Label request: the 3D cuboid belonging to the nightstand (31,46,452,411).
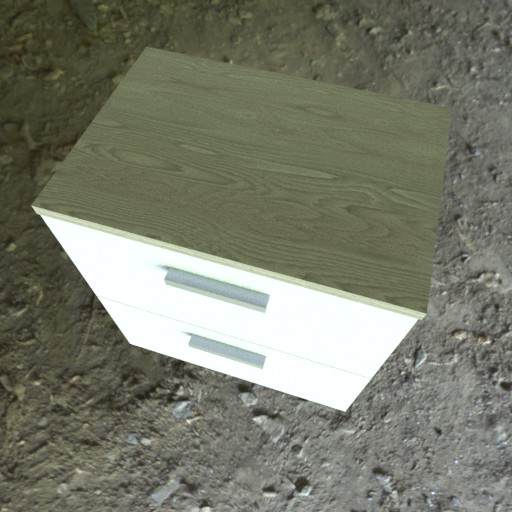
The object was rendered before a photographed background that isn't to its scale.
[{"bbox_3d":[0.000,0.000,0.736,0.442,0.461,0.325,15,60,9],"label":"nightstand"}]
